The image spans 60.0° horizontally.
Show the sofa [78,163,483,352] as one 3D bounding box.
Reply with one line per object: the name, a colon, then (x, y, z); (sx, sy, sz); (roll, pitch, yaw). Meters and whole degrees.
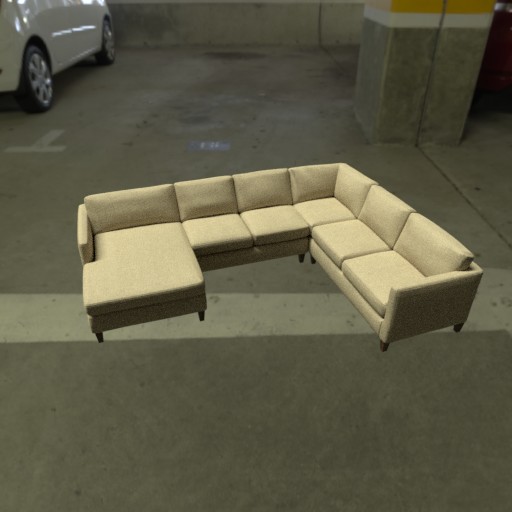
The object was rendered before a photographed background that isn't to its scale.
sofa: (0.000, 0.000, 4.617); (3.460, 0.959, 2.593); (-10, 34, -16)
